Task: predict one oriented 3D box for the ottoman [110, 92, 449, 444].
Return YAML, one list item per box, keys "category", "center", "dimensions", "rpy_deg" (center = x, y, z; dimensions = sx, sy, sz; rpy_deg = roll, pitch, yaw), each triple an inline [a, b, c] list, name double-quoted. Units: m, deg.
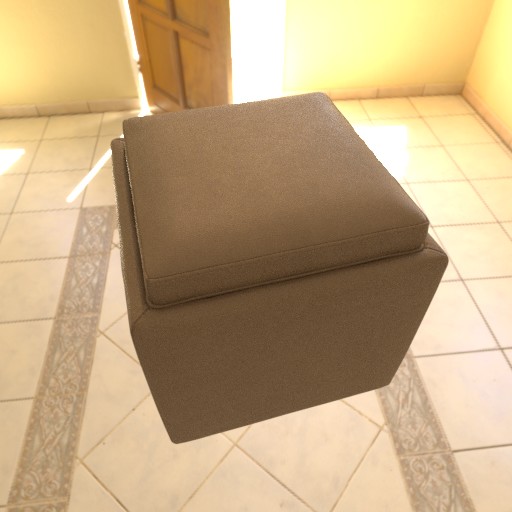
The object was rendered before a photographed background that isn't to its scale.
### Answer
- category: "ottoman"
  center: [0.000, 0.000, 0.822]
  dimensions: [0.450, 0.460, 0.451]
  rpy_deg: [-12, 48, -11]
